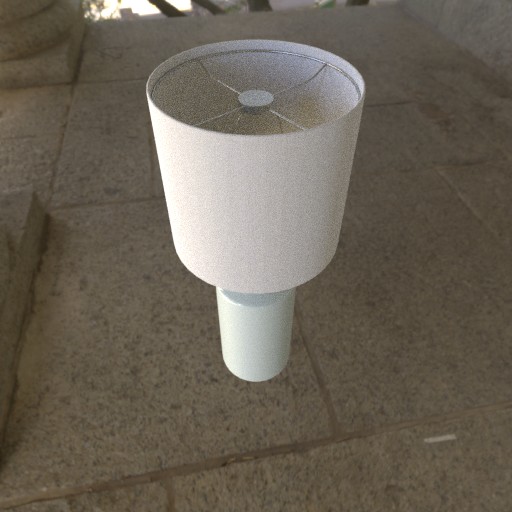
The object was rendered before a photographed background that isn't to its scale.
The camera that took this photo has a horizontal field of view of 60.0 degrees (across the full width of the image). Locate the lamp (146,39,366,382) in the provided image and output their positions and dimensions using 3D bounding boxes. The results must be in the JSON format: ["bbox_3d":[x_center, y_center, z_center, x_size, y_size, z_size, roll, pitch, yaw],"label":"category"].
[{"bbox_3d":[0.000,0.000,0.609,0.212,0.493,0.212,-31,53,-27],"label":"lamp"}]
